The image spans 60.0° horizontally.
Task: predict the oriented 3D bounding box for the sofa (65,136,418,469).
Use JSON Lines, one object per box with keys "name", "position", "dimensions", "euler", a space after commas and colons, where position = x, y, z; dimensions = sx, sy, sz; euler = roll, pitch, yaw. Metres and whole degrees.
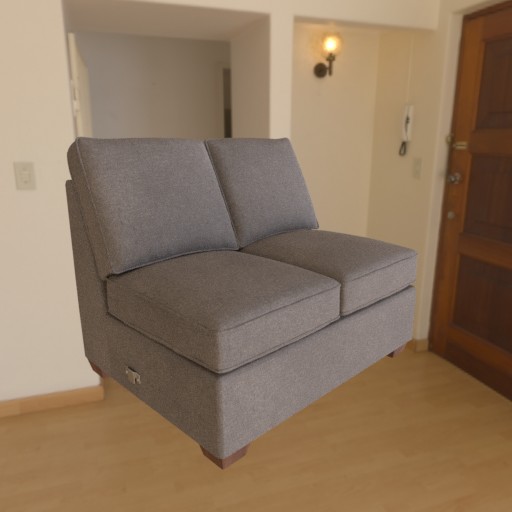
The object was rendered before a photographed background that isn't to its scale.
{"name": "sofa", "position": [0.000, 0.000, 1.939], "dimensions": [1.237, 1.008, 0.951], "euler": [-14, 20, -43]}
